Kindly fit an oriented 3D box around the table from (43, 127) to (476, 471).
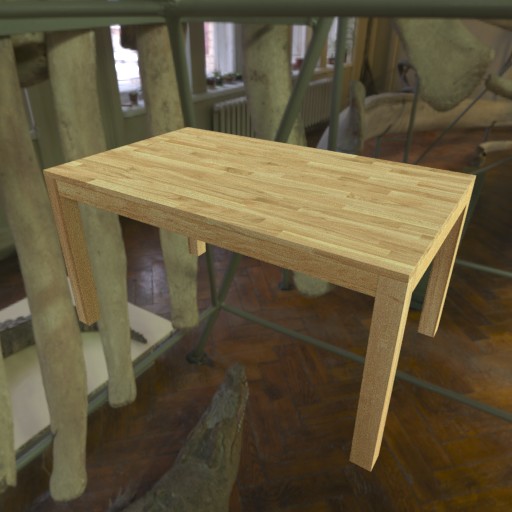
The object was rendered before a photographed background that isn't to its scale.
[{"bbox_3d":[0.000,0.000,1.976,1.500,0.770,0.900,18,34,28],"label":"table"}]
